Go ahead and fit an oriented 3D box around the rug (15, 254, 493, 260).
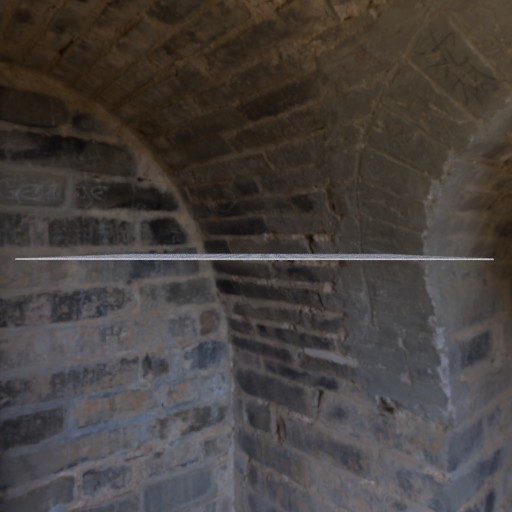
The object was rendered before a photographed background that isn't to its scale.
[{"bbox_3d":[0.000,0.000,4.023,3.045,0.008,2.421,0,1,1],"label":"rug"}]
